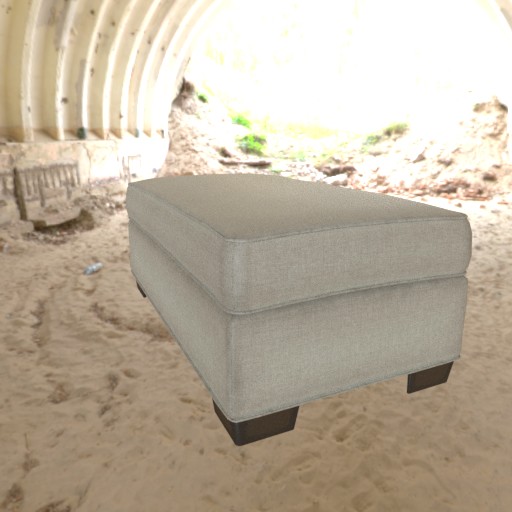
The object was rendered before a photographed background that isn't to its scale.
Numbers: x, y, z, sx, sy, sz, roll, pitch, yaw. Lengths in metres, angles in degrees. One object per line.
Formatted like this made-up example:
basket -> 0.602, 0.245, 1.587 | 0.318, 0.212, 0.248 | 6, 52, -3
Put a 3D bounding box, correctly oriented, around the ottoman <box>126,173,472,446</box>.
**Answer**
ottoman -> 0.000, 0.000, 1.394 | 0.617, 0.461, 1.097 | -7, 17, -24
